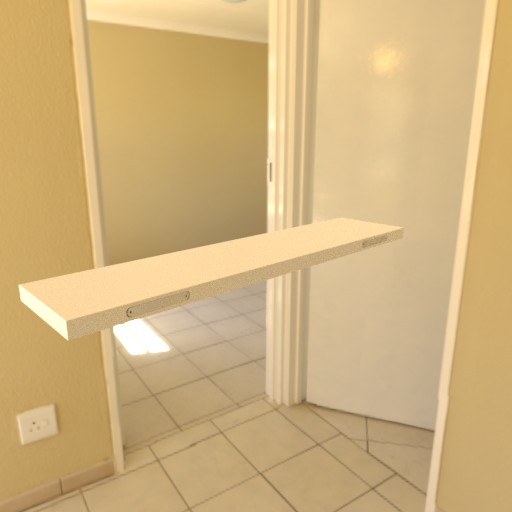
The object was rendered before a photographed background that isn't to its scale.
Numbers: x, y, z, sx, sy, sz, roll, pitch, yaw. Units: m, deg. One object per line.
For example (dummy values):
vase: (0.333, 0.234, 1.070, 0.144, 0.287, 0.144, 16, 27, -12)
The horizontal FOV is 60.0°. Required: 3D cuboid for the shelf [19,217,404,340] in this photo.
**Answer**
shelf: (0.000, 0.000, 0.659, 0.610, 0.020, 0.140, -14, 21, -41)
